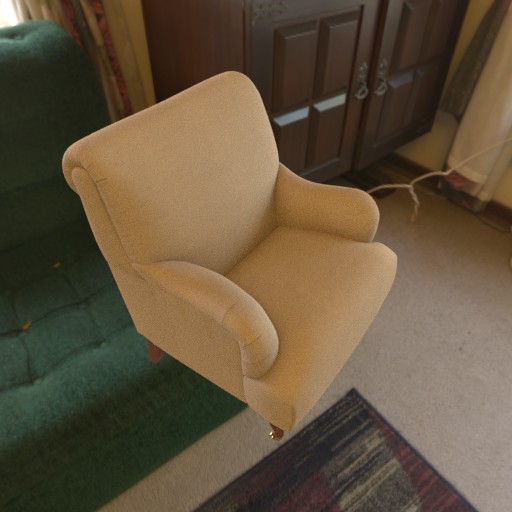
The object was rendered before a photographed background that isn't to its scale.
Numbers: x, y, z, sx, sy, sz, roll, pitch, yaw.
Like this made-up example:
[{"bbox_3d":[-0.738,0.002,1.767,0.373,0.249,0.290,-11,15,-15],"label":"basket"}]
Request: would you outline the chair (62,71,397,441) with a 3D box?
[{"bbox_3d":[0.000,0.000,1.531,0.842,0.942,0.766,25,48,25],"label":"chair"}]
